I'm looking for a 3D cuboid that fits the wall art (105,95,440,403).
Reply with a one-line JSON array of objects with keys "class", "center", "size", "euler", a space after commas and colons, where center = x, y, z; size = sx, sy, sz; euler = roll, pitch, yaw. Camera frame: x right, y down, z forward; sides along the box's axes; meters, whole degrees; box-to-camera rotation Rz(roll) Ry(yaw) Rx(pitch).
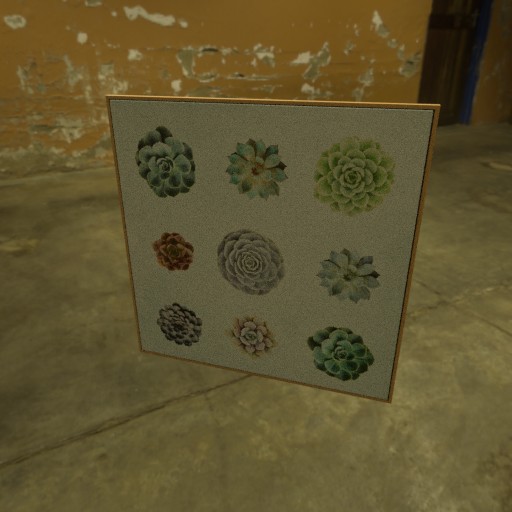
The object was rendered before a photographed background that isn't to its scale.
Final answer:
[{"class": "wall art", "center": [0.000, 0.000, 0.980], "size": [0.657, 0.655, 0.014], "euler": [7, 26, 16]}]
